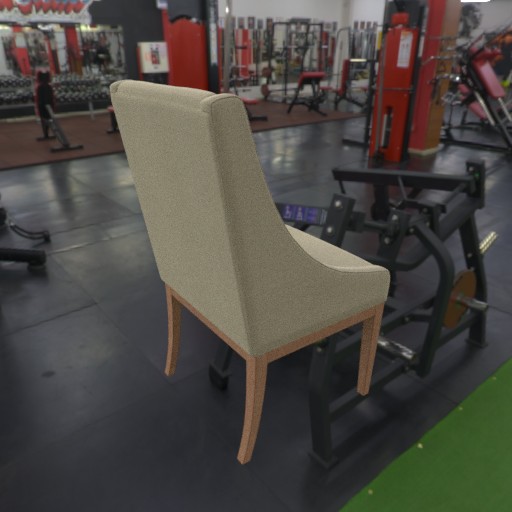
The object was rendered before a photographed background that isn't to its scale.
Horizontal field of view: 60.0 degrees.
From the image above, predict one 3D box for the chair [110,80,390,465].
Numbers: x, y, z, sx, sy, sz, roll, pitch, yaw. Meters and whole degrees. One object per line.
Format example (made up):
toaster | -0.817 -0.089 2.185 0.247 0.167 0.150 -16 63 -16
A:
chair | 0.000 0.000 1.381 0.611 1.021 0.575 -18 31 -33
